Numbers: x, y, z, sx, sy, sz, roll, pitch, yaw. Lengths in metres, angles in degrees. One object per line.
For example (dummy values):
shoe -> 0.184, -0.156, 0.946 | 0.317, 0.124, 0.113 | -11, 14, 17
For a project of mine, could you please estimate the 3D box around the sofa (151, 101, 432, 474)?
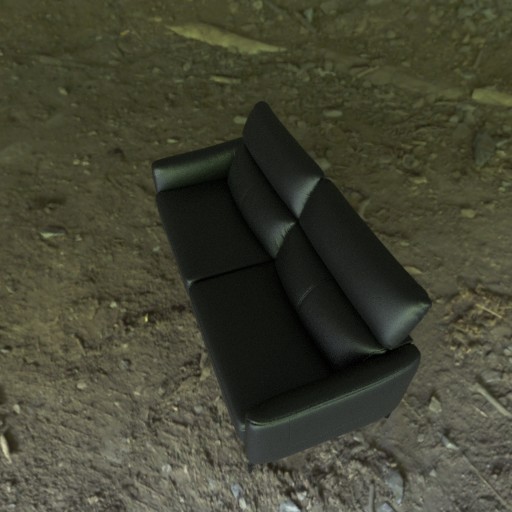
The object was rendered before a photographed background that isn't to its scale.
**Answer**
sofa -> 0.000, 0.000, 2.584 | 0.856, 0.957, 2.069 | -15, 47, -14
